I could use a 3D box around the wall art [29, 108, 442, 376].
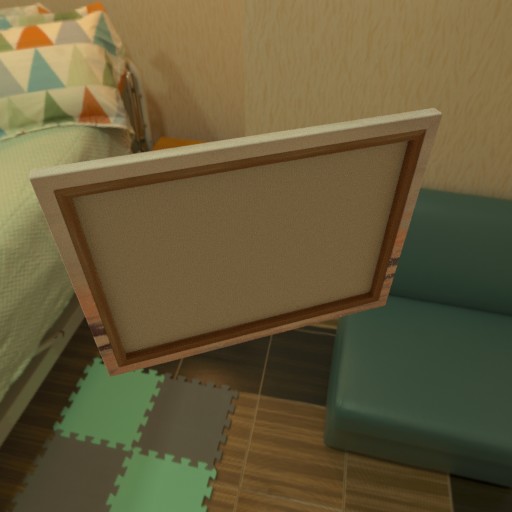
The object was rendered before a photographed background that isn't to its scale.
[{"bbox_3d":[0.000,0.000,1.316,1.015,0.763,0.038,-12,44,-13],"label":"wall art"}]
